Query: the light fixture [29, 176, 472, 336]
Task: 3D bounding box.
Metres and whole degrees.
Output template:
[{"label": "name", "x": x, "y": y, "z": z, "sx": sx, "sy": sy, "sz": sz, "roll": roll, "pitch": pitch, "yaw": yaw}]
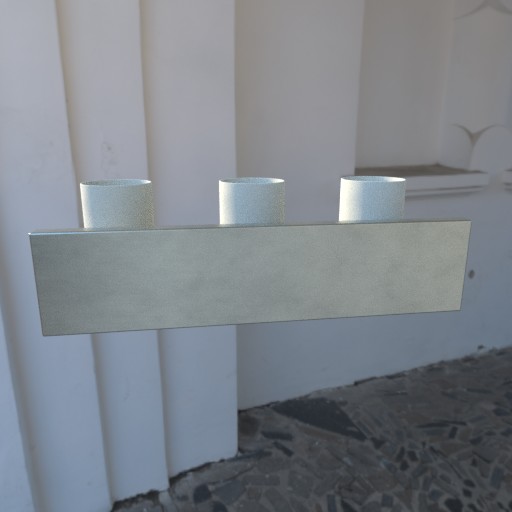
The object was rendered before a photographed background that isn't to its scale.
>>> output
[{"label": "light fixture", "x": 0.000, "y": 0.000, "z": 0.527, "sx": 0.451, "sy": 0.172, "sz": 0.145, "roll": -2, "pitch": 15, "yaw": -8}]
